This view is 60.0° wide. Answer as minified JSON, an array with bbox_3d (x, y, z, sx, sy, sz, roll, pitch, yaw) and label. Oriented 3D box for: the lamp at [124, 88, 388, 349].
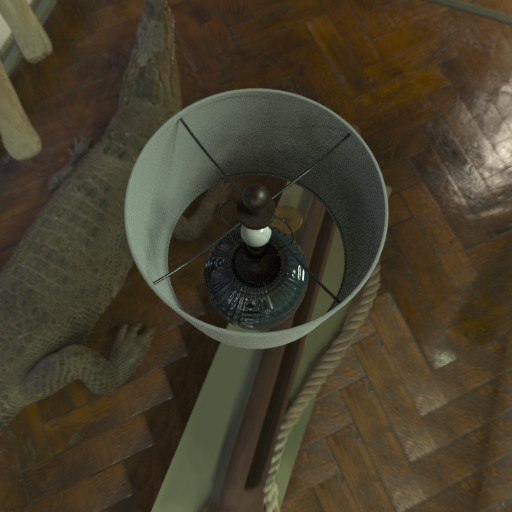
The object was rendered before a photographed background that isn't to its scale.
[{"bbox_3d":[0.000,0.000,0.773,0.318,0.567,0.318,0,75,0],"label":"lamp"}]
